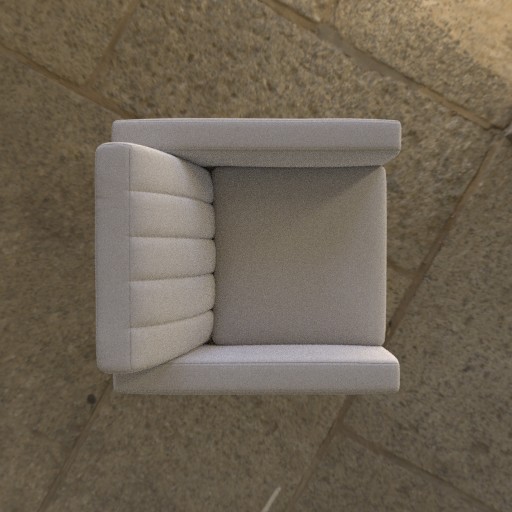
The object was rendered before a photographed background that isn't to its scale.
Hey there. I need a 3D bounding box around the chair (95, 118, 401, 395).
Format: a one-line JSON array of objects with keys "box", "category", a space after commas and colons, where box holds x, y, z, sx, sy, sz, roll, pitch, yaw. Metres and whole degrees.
[{"box": [0.000, 0.000, 1.701, 0.998, 0.819, 0.953, 0, 91, 0], "category": "chair"}]
